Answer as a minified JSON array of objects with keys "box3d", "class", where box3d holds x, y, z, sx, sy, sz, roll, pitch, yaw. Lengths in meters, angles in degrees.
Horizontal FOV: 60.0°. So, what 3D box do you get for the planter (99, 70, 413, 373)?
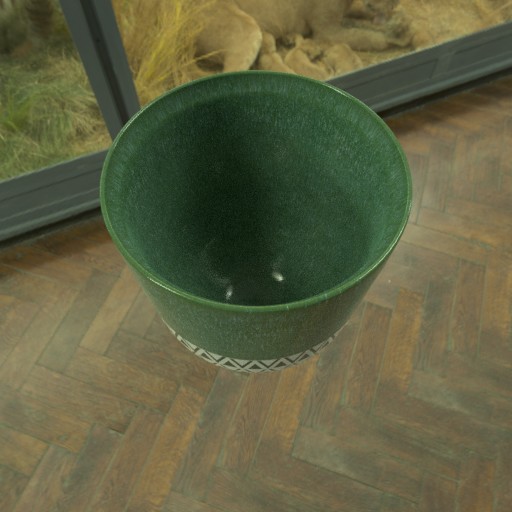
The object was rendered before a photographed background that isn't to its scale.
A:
[{"box3d":[0.000,0.000,0.371,0.195,0.214,0.195,0,59,0],"class":"planter"}]
